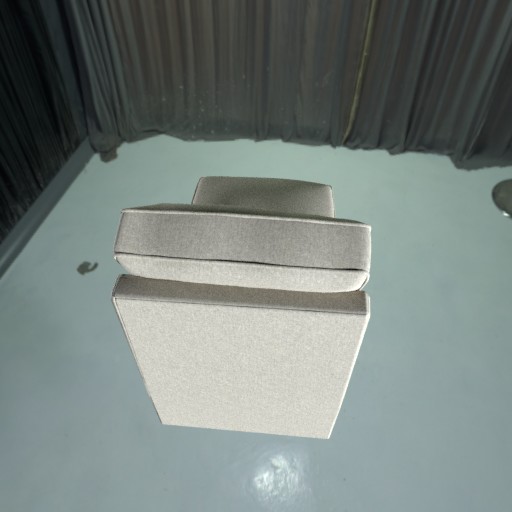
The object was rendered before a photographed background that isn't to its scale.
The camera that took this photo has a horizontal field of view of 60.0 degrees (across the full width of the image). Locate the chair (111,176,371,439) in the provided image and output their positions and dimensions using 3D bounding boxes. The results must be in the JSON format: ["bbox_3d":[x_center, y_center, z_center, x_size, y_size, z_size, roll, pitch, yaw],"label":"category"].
[{"bbox_3d":[0.000,0.000,1.704,0.674,1.058,1.020,4,47,4],"label":"chair"}]
